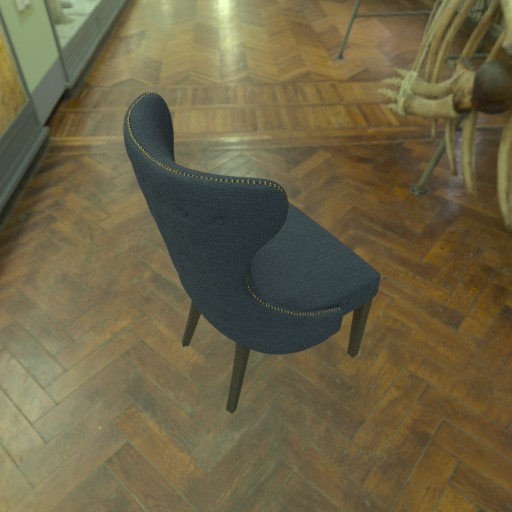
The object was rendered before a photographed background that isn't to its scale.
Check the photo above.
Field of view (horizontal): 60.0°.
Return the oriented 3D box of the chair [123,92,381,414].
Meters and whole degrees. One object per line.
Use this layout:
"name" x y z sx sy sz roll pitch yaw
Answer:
"chair" 0.000 0.000 1.425 0.635 0.967 0.628 -25 48 -25
